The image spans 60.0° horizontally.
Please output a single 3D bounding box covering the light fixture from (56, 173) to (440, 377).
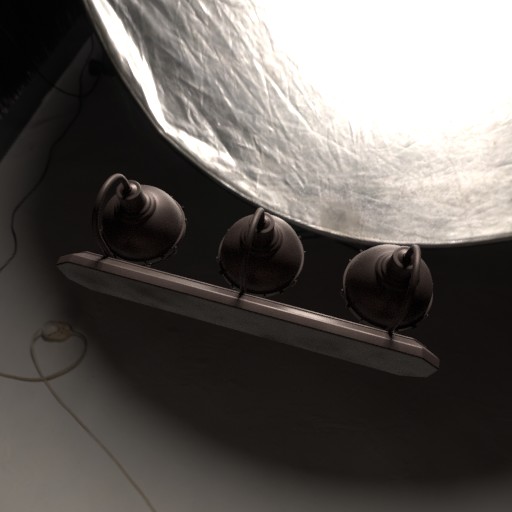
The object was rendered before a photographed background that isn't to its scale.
[{"bbox_3d":[0.000,0.000,0.761,0.634,0.254,0.229,14,63,7],"label":"light fixture"}]
